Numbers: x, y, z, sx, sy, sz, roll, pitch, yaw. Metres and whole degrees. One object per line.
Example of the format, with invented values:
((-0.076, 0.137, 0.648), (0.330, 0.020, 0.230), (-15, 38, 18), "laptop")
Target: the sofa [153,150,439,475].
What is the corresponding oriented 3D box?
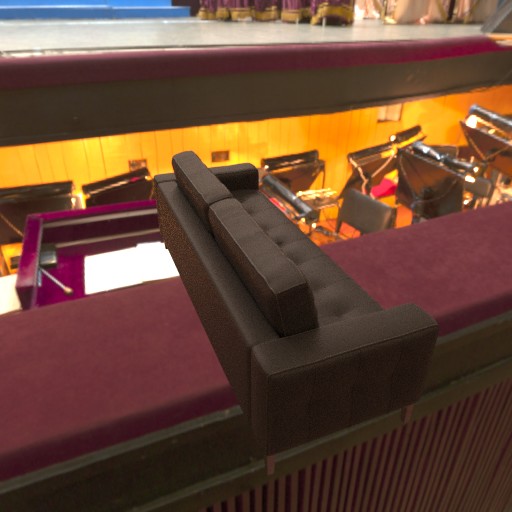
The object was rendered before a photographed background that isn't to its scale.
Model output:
((0.000, 0.000, 2.744), (0.833, 0.893, 2.275), (-12, 33, -19), "sofa")
